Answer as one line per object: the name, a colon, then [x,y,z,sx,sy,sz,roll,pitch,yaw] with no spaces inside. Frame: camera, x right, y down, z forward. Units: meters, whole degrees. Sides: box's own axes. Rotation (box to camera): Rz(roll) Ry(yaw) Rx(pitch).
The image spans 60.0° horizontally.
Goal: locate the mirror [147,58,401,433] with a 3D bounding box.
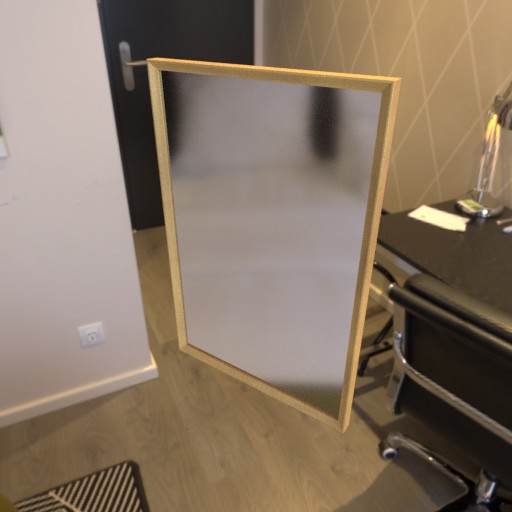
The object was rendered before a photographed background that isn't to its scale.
mirror: [0.000,0.000,1.159,0.609,0.915,0.041,18,35,29]
